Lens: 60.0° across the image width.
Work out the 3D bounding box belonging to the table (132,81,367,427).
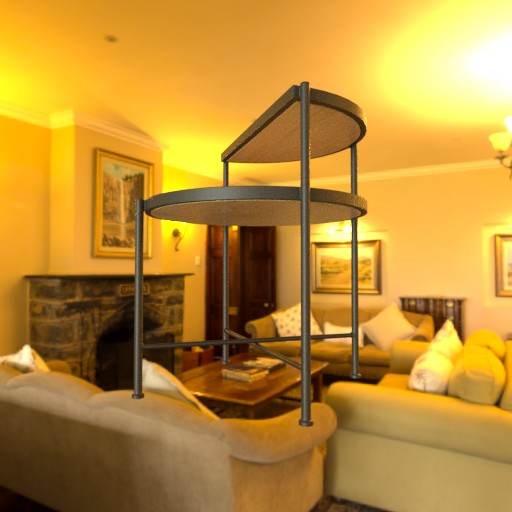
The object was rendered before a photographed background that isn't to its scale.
[{"bbox_3d":[0.000,0.000,1.171,0.628,0.684,0.629,1,-2,-19],"label":"table"}]
